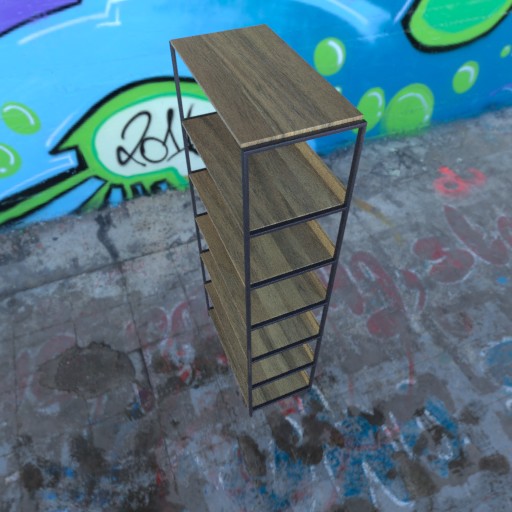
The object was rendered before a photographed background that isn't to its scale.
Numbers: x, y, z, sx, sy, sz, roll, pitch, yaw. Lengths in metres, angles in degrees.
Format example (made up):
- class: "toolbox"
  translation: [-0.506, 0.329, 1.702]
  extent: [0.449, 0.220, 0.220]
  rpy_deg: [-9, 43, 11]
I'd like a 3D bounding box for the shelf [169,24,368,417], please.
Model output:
- class: "shelf"
  translation: [0.000, 0.000, 2.374]
  extent: [0.431, 2.015, 0.847]
  rpy_deg: [-17, 51, -15]
